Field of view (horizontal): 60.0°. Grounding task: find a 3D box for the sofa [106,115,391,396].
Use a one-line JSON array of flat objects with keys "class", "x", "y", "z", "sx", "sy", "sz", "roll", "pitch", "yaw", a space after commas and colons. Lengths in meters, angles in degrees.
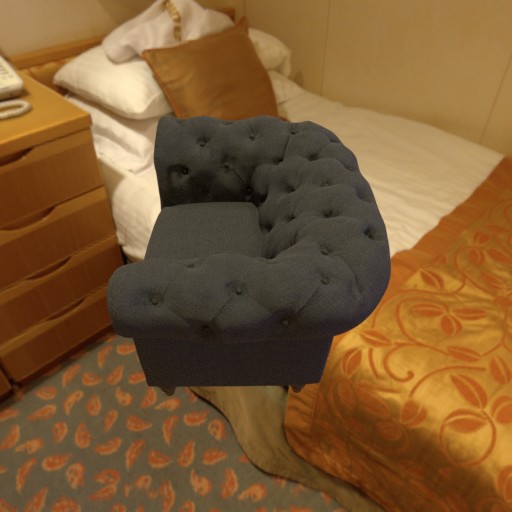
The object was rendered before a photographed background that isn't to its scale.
[{"class": "sofa", "x": 0.000, "y": 0.000, "z": 2.098, "sx": 1.032, "sy": 0.878, "sz": 1.405, "roll": -1, "pitch": 41, "yaw": -1}]
